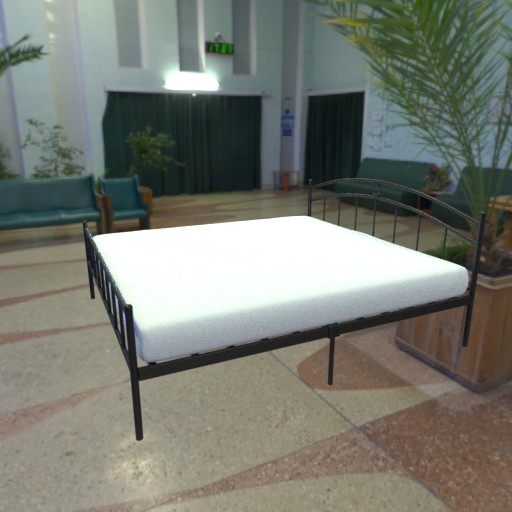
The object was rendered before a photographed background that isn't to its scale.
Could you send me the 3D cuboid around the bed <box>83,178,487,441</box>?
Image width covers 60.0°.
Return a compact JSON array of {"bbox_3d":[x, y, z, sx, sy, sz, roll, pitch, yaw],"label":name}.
[{"bbox_3d":[0.000,0.000,3.029,2.040,0.940,1.880,-7,18,-24],"label":"bed"}]
